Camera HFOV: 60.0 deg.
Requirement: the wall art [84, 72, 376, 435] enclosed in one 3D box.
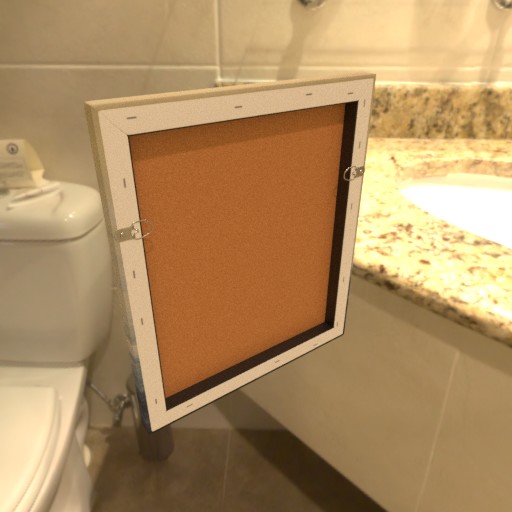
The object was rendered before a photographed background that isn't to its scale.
[{"bbox_3d":[0.000,0.000,0.977,0.608,0.710,0.041,-19,35,-30],"label":"wall art"}]
